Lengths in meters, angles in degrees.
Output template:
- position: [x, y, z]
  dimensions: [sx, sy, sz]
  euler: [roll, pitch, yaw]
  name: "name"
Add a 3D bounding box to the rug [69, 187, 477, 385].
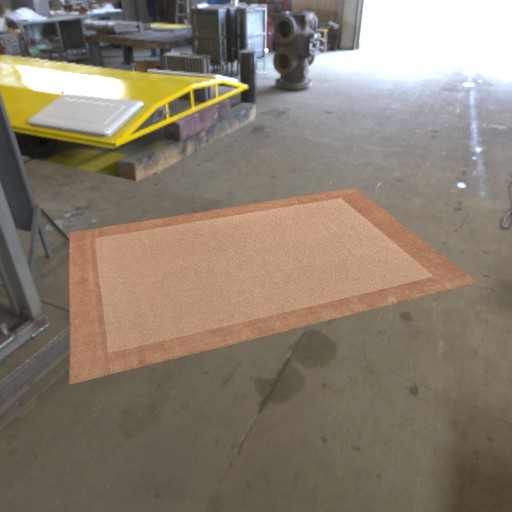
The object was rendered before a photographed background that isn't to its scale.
- position: [0.000, 0.000, 3.060]
  dimensions: [2.438, 0.014, 1.524]
  euler: [-11, 35, -16]
  name: "rug"
